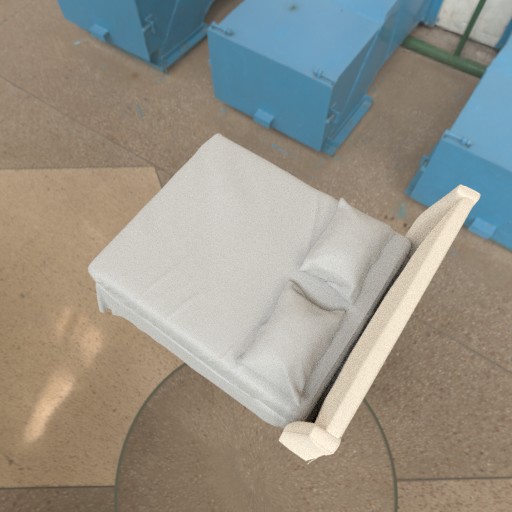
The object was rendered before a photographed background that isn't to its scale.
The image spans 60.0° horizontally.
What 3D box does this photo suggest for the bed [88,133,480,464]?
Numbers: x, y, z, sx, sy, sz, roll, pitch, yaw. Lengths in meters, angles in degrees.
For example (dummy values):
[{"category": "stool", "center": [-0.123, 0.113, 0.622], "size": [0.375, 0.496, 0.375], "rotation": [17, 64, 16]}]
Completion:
[{"category": "bed", "center": [0.000, 0.000, 3.393], "size": [2.276, 1.332, 1.925], "rotation": [32, 68, 15]}]
